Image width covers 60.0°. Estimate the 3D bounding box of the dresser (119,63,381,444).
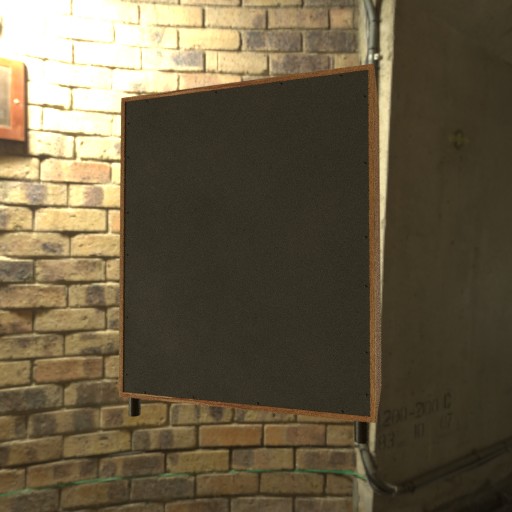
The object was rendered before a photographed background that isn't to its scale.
[{"bbox_3d":[0.000,0.000,1.812,0.966,1.243,0.480,0,-2,18],"label":"dresser"}]
